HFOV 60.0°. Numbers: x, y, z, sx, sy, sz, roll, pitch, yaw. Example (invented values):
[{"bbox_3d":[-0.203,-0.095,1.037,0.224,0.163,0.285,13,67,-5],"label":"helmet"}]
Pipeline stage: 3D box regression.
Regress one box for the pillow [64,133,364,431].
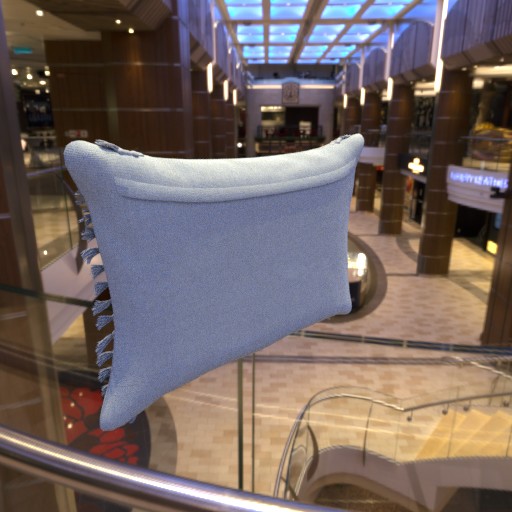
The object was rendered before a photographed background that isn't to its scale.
[{"bbox_3d":[0.000,0.000,0.579,0.466,0.305,0.084,-16,23,-42],"label":"pillow"}]
